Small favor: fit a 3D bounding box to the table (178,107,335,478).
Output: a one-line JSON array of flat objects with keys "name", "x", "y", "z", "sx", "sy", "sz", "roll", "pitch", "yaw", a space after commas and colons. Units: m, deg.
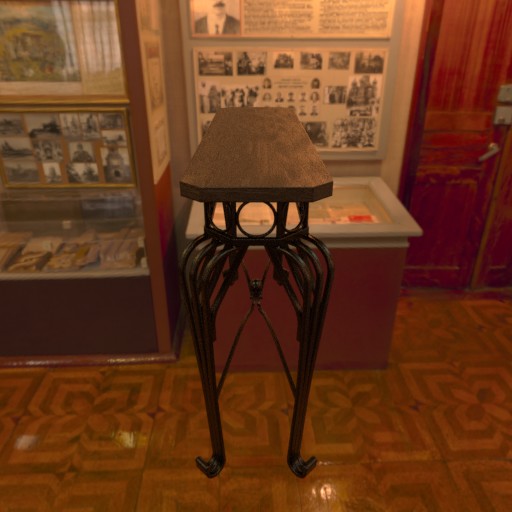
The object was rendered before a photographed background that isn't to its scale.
[{"name": "table", "x": 0.000, "y": 0.000, "z": 1.462, "sx": 0.329, "sy": 0.800, "sz": 1.112, "roll": 0, "pitch": 26, "yaw": 0}]
